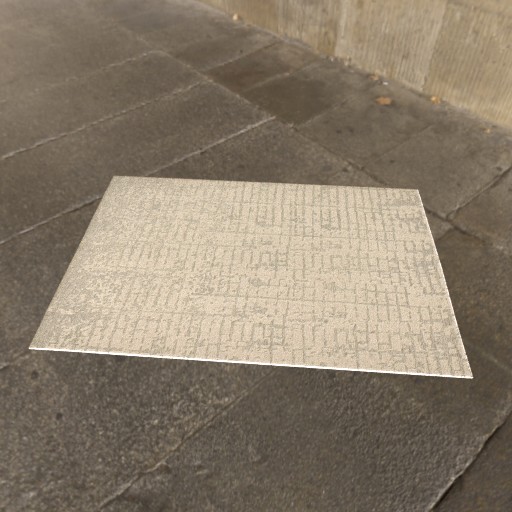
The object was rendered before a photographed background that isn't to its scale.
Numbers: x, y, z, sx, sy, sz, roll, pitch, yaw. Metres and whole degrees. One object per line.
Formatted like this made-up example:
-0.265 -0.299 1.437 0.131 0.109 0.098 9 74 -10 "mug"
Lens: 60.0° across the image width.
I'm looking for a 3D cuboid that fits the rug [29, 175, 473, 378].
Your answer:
0.000 0.000 2.230 1.827 0.007 1.211 3 46 3 "rug"
